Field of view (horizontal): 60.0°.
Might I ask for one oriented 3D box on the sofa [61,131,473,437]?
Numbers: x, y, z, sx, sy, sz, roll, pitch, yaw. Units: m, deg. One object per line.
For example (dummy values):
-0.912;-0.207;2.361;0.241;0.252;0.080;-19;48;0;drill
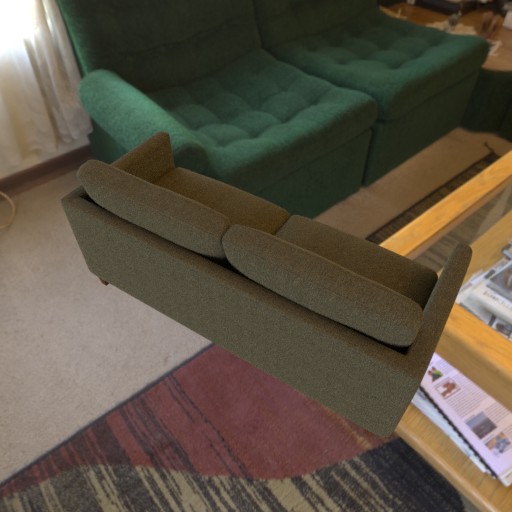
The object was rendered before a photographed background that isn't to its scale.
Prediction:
0.000;0.000;2.688;2.208;0.965;0.948;25;52;22;sofa
